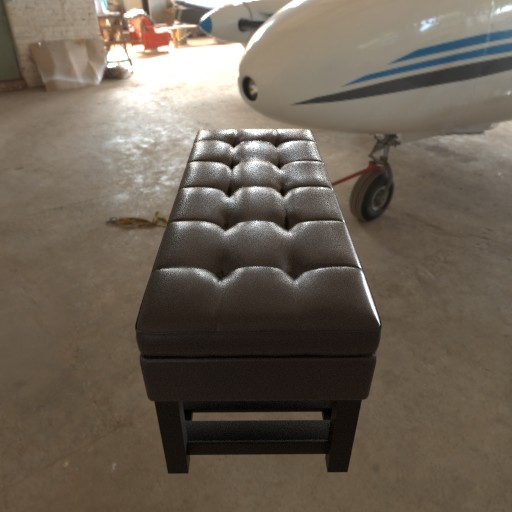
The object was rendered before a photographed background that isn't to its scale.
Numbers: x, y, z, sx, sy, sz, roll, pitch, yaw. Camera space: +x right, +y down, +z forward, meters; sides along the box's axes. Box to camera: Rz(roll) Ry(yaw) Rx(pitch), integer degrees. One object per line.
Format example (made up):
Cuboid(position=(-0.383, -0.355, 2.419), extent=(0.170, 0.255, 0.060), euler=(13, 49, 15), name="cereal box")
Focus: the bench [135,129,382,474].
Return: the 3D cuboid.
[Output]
Cuboid(position=(0.000, 0.000, 1.316), extent=(0.432, 0.460, 1.105), euler=(0, 33, 0), name="bench")
